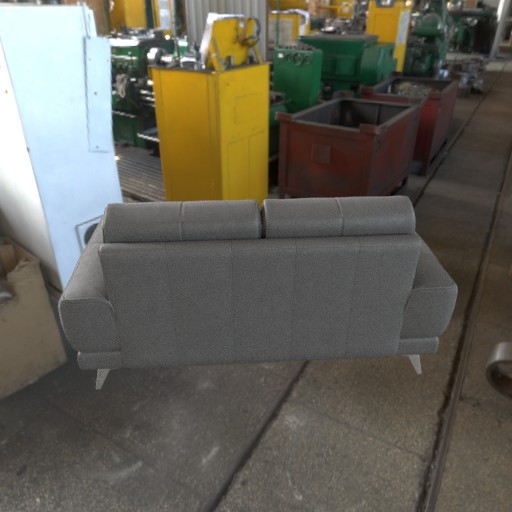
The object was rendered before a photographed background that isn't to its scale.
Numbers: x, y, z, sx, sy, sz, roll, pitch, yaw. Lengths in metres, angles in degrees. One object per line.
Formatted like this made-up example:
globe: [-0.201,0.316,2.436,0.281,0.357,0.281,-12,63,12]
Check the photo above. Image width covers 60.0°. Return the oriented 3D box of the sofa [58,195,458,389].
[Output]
sofa: [0.000,0.000,2.393,1.806,0.907,1.018,-2,31,-3]
